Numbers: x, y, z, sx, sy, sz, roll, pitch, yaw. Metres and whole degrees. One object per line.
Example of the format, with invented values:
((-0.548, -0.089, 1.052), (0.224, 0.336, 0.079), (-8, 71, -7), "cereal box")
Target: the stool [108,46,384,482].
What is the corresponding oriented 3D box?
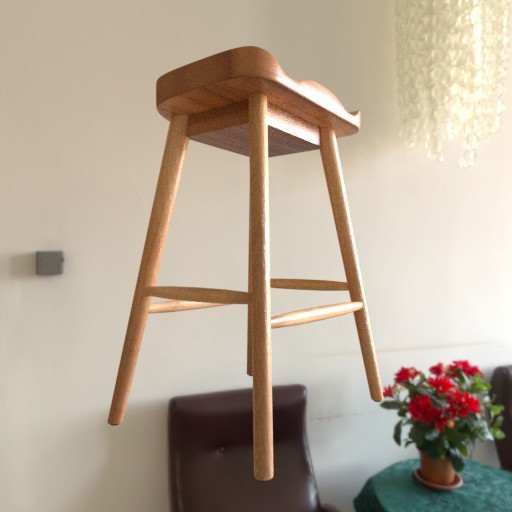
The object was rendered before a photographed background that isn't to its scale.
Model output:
((0.000, 0.000, 0.876), (0.361, 0.615, 0.440), (0, 0, 37), "stool")
